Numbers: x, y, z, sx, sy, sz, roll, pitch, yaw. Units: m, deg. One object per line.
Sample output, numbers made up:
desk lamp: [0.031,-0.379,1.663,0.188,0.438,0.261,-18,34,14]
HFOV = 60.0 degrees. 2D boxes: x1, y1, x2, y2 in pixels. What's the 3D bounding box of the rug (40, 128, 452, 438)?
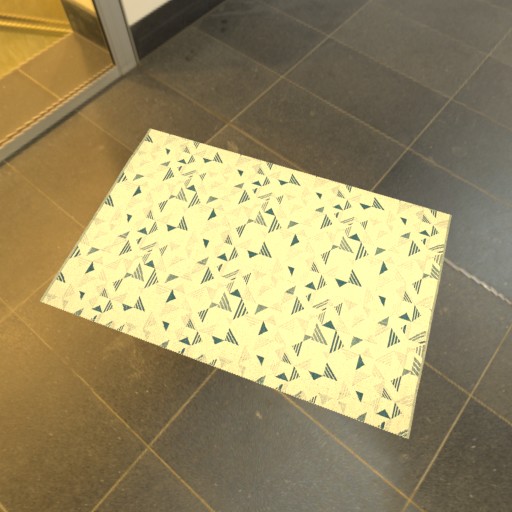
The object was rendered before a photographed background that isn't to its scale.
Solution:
rug: [0.000,0.000,2.297,1.835,0.003,1.206,18,64,9]
